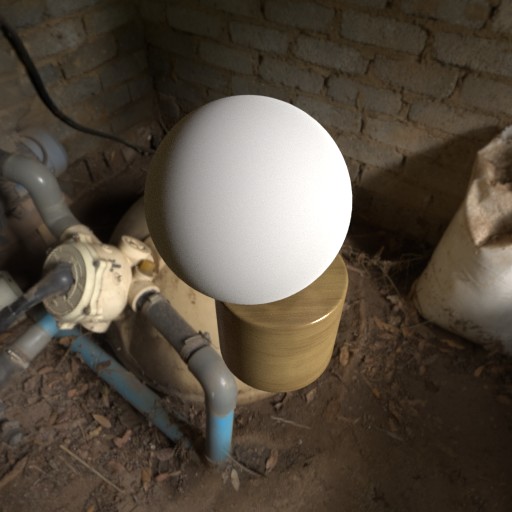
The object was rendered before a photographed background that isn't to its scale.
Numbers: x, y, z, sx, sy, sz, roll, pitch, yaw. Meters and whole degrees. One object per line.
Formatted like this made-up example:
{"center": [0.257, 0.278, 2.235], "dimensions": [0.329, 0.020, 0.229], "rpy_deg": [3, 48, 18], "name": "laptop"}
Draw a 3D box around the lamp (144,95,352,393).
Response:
{"center": [0.000, 0.000, 0.349], "dimensions": [0.152, 0.250, 0.141], "rpy_deg": [-3, 47, -3], "name": "lamp"}
